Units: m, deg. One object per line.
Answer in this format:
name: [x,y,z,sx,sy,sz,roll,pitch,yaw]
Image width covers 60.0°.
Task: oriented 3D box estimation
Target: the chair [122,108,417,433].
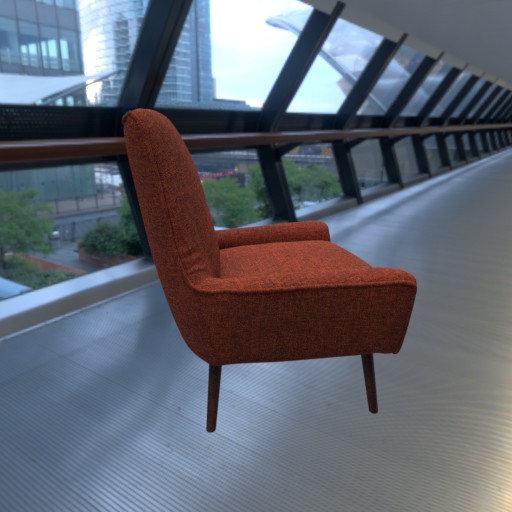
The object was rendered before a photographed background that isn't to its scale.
chair: [0.000,0.000,1.482,0.784,0.911,0.803,-3,16,-10]
